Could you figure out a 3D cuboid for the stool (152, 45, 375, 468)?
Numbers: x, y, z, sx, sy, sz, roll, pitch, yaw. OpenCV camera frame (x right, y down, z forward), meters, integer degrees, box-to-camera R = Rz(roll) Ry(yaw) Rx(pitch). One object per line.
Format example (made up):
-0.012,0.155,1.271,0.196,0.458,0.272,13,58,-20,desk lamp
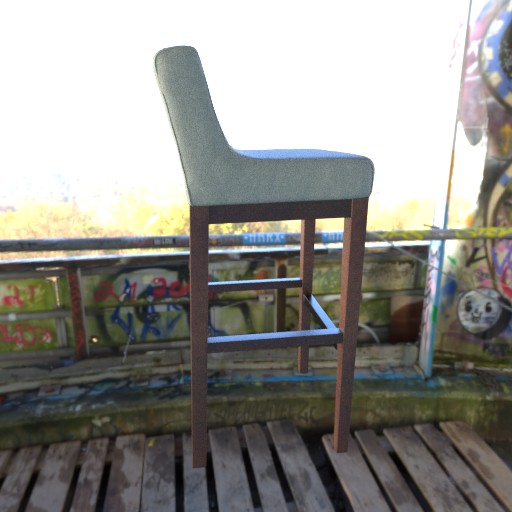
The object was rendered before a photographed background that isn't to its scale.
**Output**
0.000,0.000,1.279,0.500,1.037,0.511,-2,16,-8,stool
